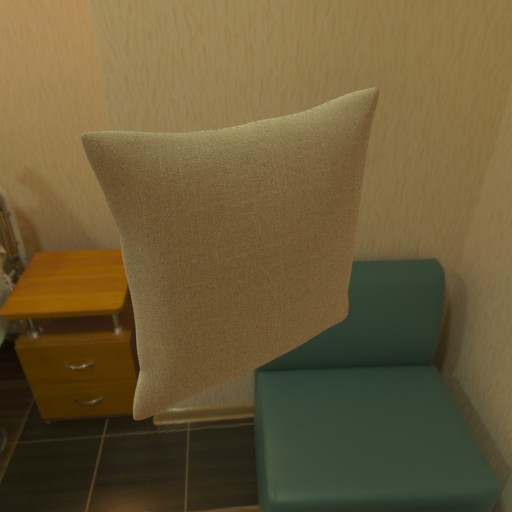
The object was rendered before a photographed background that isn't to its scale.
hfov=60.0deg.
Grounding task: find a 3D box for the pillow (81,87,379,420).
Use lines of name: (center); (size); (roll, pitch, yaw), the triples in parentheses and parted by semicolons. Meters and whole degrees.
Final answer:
pillow: (0.000, 0.000, 0.768); (0.512, 0.506, 0.178); (-19, 36, -29)
